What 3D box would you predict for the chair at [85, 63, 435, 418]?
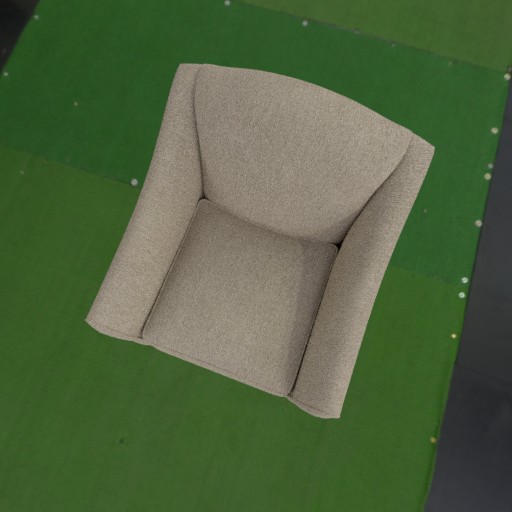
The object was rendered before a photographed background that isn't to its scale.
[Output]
[{"bbox_3d":[0.000,0.000,1.426,0.763,0.839,0.787,20,77,5],"label":"chair"}]
